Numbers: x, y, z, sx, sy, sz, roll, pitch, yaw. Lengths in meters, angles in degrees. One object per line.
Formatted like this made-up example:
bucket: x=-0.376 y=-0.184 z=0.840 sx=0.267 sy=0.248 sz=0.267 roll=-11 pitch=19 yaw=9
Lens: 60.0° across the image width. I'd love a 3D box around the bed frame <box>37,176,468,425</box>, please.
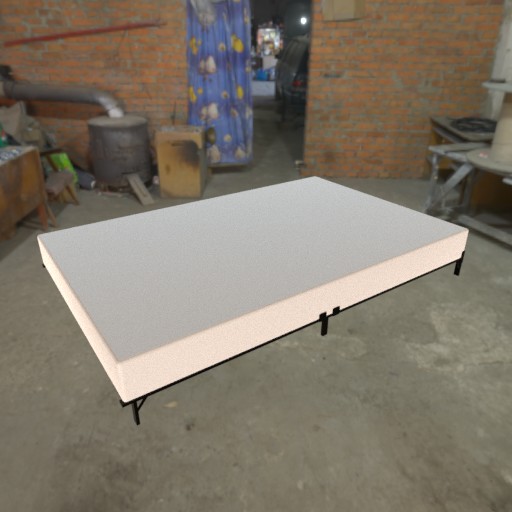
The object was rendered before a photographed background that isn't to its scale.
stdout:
bed frame: x=0.000 y=0.000 z=3.711 sx=2.987 sy=0.440 sz=1.930 roll=-17 pitch=31 yaw=-31
